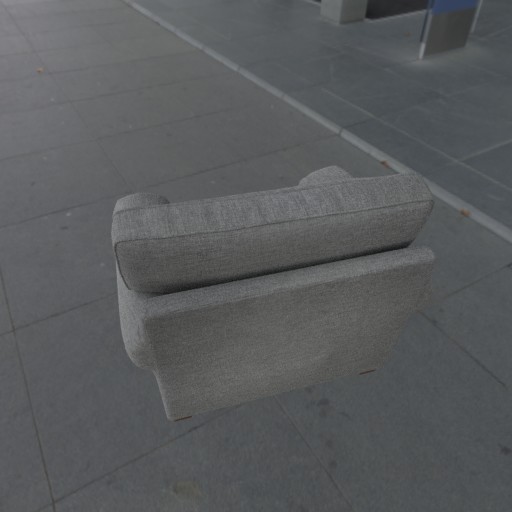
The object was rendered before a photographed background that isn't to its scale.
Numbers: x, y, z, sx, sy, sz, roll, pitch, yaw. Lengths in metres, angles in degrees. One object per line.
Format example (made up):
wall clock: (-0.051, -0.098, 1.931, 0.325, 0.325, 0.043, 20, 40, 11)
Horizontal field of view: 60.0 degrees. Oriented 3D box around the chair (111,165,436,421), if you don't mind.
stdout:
chair: (0.000, 0.000, 1.824, 1.092, 0.961, 0.965, -10, 43, -12)
